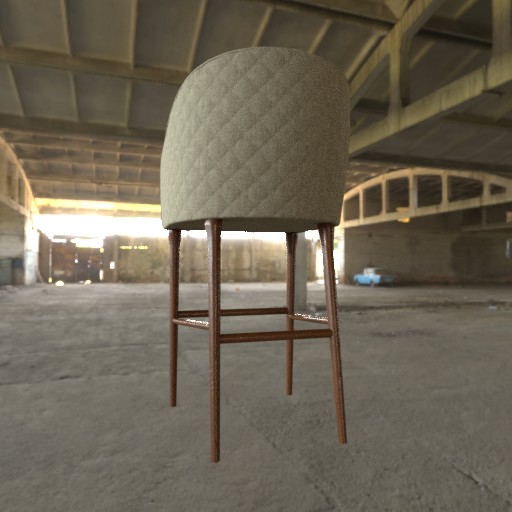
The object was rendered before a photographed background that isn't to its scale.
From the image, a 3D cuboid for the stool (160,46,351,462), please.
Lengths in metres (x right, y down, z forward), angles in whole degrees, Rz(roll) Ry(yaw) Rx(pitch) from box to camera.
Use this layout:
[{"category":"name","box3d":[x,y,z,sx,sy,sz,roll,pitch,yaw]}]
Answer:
[{"category":"stool","box3d":[0.000,0.000,1.435,0.559,1.078,0.607,0,-1,-19]}]
